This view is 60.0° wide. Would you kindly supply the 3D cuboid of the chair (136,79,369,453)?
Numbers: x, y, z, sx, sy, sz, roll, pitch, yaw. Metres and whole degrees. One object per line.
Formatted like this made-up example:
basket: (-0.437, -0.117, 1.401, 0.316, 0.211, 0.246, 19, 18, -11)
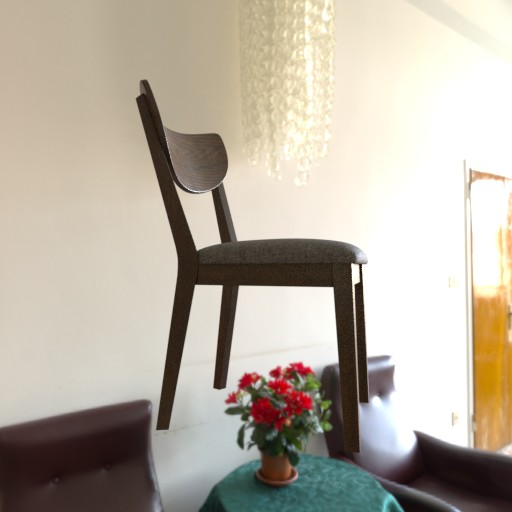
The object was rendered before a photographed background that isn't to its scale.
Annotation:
chair: (0.000, 0.000, 1.221, 0.583, 0.849, 0.491, 0, -2, 17)
